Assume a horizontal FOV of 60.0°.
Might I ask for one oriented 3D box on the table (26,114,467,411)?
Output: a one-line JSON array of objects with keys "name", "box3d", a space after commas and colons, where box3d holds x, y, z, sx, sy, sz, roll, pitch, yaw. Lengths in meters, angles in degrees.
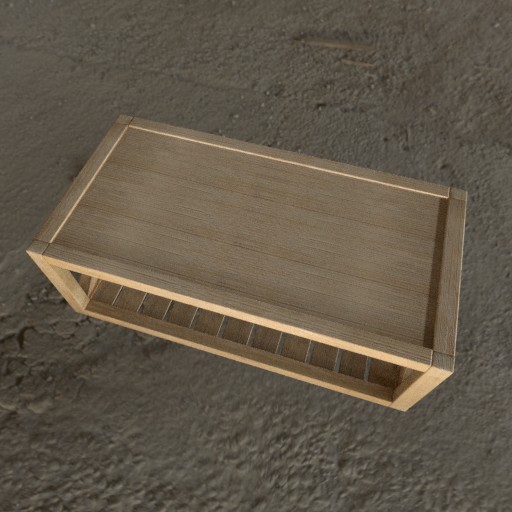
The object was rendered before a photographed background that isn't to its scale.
[{"name": "table", "box3d": [0.000, 0.000, 1.643, 1.321, 0.457, 0.660, 15, 59, 9]}]
